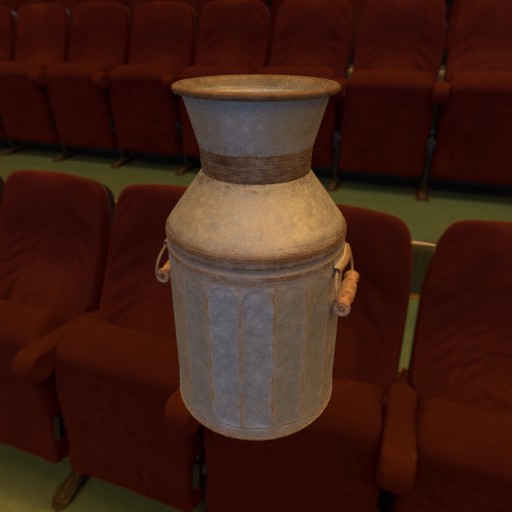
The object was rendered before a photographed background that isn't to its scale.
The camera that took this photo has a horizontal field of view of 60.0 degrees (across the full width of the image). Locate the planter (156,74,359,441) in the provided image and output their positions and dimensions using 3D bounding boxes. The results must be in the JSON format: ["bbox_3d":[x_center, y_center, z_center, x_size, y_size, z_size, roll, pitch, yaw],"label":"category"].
[{"bbox_3d":[0.000,0.000,0.540,0.245,0.396,0.214,9,29,17],"label":"planter"}]
